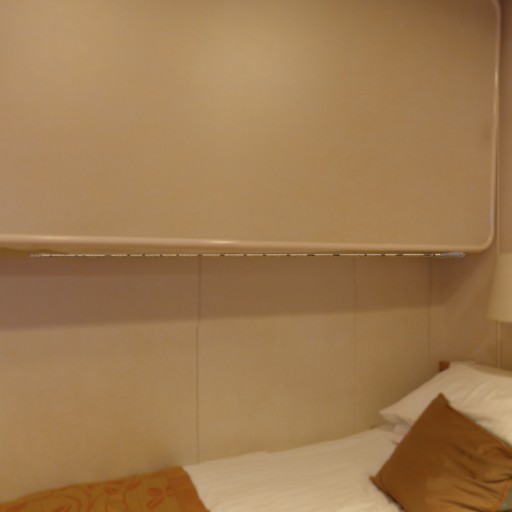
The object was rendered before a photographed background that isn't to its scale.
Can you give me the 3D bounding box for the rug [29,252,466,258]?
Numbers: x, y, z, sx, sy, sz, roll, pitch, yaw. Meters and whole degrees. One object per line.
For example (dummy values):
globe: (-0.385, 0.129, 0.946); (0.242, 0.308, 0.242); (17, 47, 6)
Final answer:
rug: (0.000, 0.000, 3.035); (2.472, 0.035, 1.495); (0, 0, 19)
